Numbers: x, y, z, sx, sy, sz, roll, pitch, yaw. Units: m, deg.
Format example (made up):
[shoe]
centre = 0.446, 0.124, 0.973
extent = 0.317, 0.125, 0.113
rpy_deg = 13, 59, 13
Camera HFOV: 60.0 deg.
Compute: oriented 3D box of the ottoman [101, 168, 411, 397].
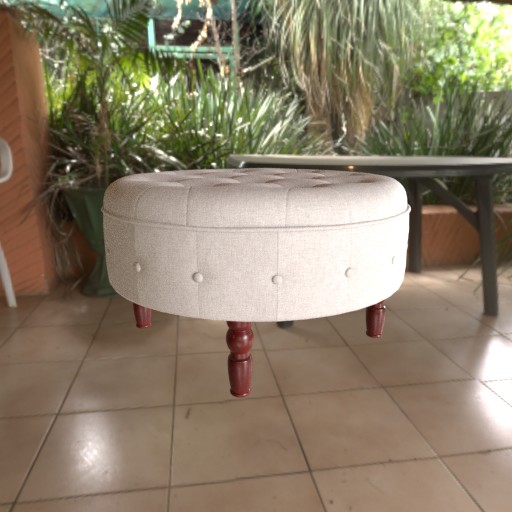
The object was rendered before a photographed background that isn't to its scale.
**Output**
[ottoman]
centre = 0.000, 0.000, 1.323
extent = 0.849, 0.478, 0.849
rpy_deg = 0, 14, 0
